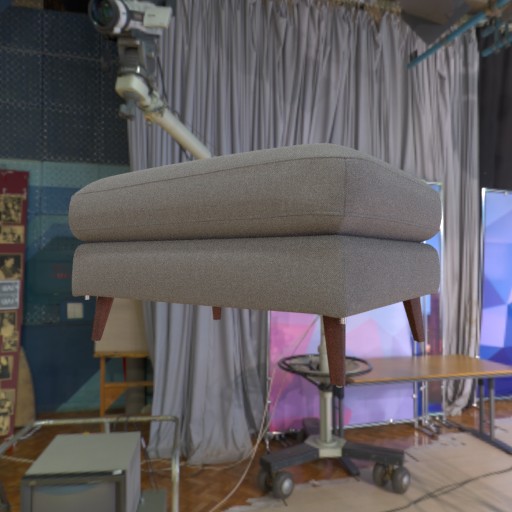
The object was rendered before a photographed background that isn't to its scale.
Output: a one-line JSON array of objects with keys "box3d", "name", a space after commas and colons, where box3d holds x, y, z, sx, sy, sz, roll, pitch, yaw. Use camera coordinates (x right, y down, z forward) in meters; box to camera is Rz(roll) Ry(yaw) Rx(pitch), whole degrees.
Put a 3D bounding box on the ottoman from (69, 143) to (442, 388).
[{"box3d": [0.000, 0.000, 1.151, 0.811, 0.449, 0.608, 0, 0, 36], "name": "ottoman"}]
